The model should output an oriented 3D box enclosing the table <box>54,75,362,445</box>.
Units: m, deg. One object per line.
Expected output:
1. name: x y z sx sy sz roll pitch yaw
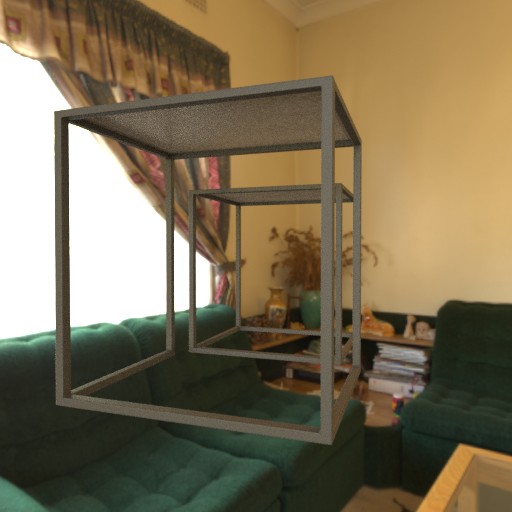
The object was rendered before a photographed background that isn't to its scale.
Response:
1. table: 0.000 0.000 1.101 0.508 0.540 0.788 0 1 19
